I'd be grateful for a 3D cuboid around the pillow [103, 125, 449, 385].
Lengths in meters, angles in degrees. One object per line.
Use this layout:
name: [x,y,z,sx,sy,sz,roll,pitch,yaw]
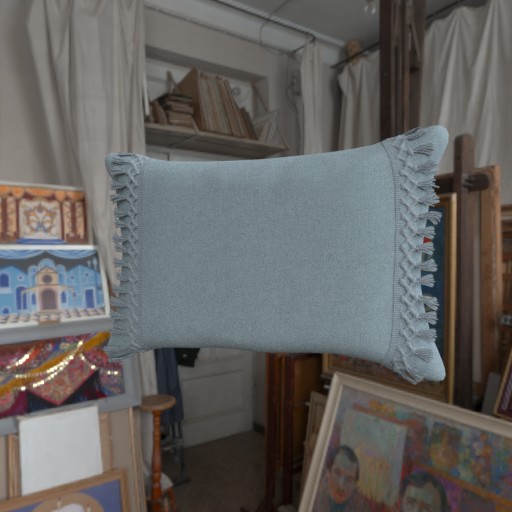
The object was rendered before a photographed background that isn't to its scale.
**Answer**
pillow: [0.000,0.000,0.582,0.466,0.305,0.084,0,0,18]
